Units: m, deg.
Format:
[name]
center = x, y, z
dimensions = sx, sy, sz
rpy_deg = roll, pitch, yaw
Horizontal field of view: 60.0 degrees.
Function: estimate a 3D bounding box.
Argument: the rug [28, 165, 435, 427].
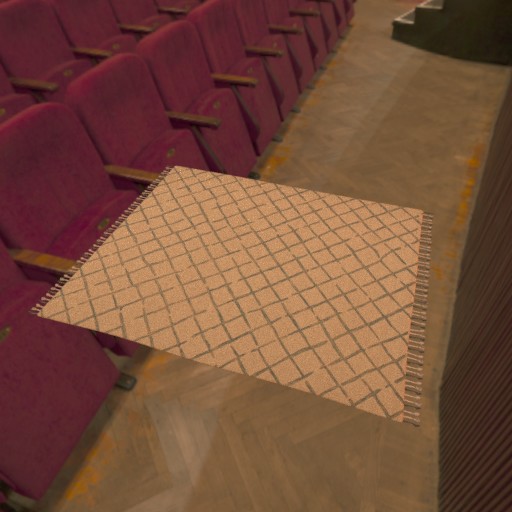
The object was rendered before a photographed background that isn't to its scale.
[rug]
center = 0.000, 0.000, 4.761
dimensions = 3.585, 0.036, 2.892
rpy_deg = 13, 43, 14
